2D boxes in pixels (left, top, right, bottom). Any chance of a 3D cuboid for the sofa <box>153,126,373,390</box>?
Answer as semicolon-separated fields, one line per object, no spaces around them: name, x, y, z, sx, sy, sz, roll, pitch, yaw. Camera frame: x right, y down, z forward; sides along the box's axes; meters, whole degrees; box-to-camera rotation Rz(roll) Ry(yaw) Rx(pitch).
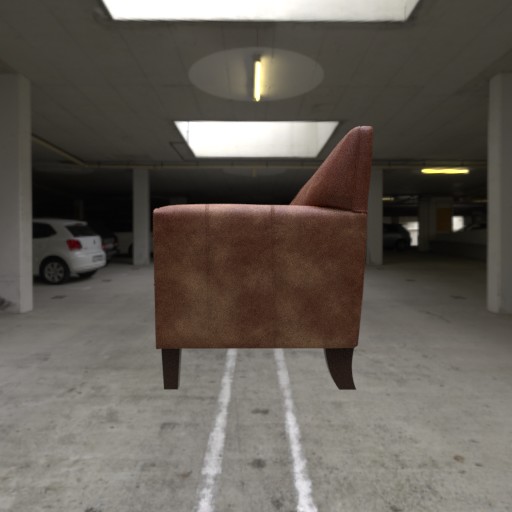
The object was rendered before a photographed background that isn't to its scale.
sofa;0.000;0.000;2.553;0.805;0.947;2.053;0;1;0
